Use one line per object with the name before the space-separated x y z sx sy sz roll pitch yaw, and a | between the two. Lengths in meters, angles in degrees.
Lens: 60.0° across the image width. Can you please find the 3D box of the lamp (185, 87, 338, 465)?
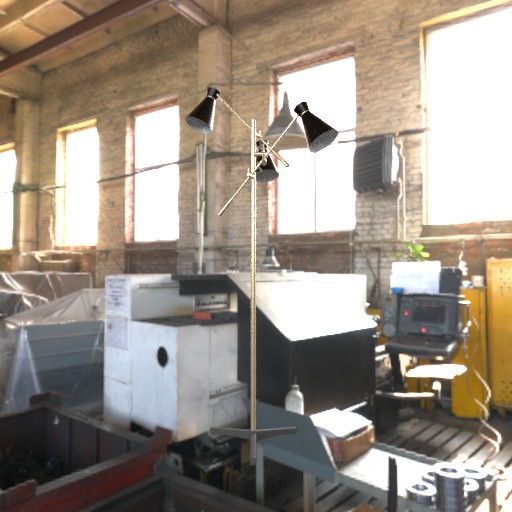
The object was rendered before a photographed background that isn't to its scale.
lamp | 0.000 0.000 2.241 0.750 1.804 0.653 0 -2 0
